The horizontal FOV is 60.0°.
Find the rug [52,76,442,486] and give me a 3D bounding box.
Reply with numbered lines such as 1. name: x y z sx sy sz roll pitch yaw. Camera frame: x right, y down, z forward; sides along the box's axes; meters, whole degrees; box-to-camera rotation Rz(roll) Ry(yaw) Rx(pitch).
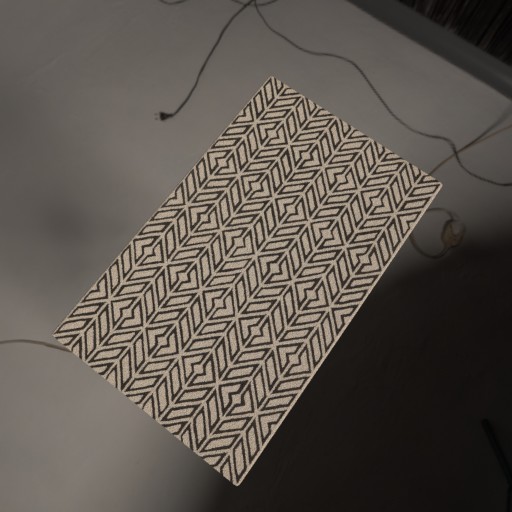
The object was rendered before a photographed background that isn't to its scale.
1. rug: 0.000 0.000 3.025 1.523 0.008 2.438 35 78 9
